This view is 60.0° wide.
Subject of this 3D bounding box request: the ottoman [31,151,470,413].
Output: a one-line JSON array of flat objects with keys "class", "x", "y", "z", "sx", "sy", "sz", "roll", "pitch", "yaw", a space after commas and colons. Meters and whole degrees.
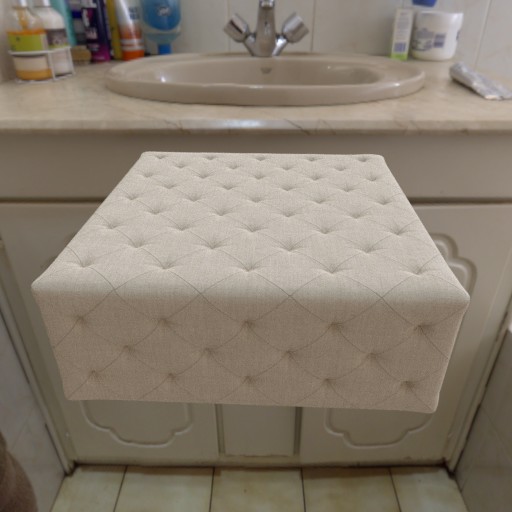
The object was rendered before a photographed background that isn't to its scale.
[{"class": "ottoman", "x": 0.000, "y": 0.000, "z": 1.553, "sx": 1.028, "sy": 0.439, "sz": 1.028, "roll": 1, "pitch": 31, "yaw": 2}]
